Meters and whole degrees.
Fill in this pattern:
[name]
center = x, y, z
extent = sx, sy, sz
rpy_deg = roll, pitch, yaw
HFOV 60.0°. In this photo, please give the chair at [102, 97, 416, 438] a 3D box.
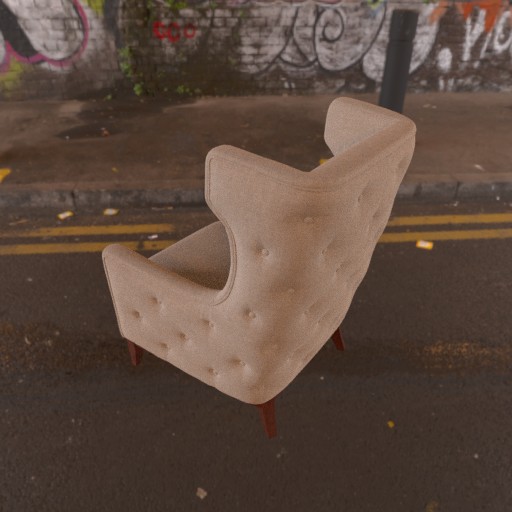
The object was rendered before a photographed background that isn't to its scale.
[chair]
center = 0.000, 0.000, 1.675
extent = 0.899, 1.079, 0.778
rpy_deg = 22, 38, 30
